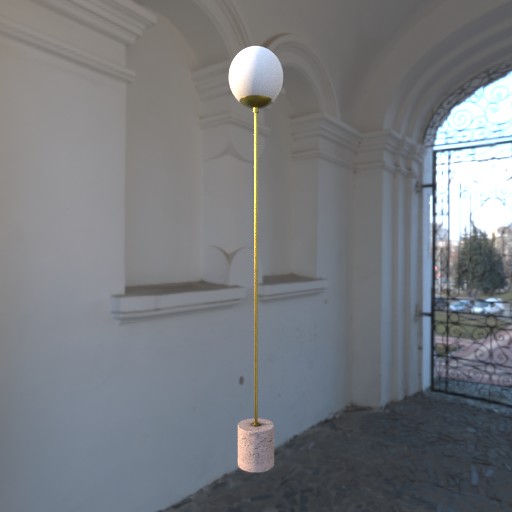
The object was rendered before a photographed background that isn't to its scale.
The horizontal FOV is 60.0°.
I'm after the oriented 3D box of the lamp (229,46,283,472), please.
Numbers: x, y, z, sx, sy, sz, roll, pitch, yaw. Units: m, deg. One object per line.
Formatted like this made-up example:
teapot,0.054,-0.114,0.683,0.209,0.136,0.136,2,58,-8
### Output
lamp,0.000,0.000,1.866,0.229,1.748,0.229,0,0,-38
